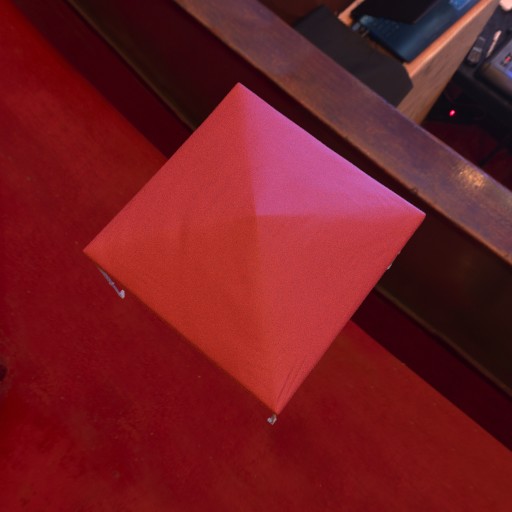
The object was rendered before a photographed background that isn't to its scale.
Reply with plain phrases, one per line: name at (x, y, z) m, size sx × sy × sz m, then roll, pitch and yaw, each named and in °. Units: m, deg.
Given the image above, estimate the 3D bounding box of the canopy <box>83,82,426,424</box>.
canopy at (0.000, 0.000, 6.467) m, size 3.599 × 3.600 × 3.600 m, roll 38°, pitch 79°, yaw 9°
